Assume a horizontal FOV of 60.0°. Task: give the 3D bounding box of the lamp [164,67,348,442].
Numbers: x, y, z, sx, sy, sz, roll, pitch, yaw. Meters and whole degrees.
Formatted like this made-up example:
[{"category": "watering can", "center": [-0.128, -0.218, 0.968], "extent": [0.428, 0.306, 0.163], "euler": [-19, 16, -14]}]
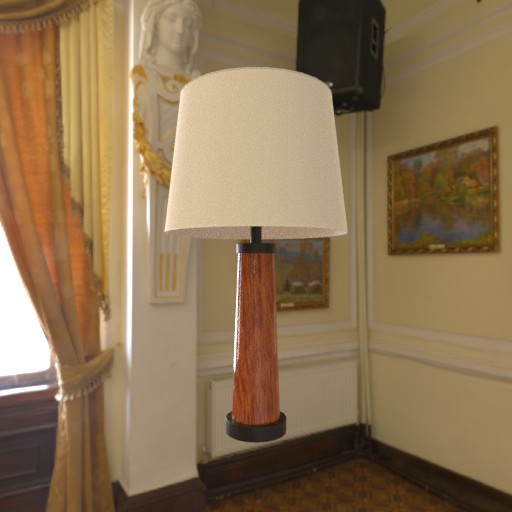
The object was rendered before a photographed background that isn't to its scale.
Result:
[{"category": "lamp", "center": [0.000, 0.000, 0.853], "extent": [0.349, 0.667, 0.349], "euler": [0, -1, 0]}]
